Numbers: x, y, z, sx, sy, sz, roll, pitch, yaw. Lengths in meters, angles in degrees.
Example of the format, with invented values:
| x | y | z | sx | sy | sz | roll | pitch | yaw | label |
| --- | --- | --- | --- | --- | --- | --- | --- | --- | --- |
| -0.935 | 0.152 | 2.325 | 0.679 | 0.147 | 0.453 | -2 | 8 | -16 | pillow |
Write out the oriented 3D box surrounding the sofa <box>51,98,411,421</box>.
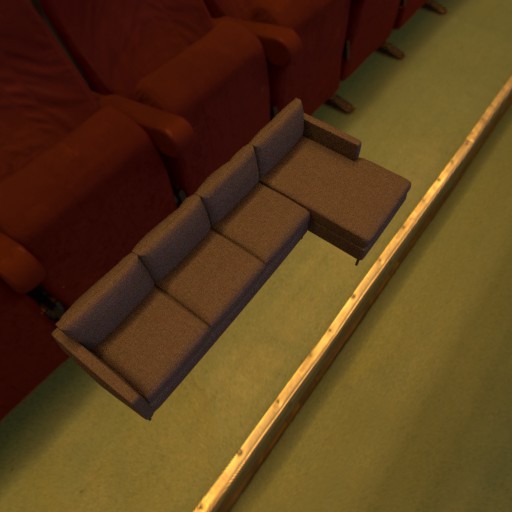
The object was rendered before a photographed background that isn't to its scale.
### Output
| x | y | z | sx | sy | sz | roll | pitch | yaw | label |
| --- | --- | --- | --- | --- | --- | --- | --- | --- | --- |
| 0.000 | 0.000 | 3.915 | 1.483 | 0.892 | 3.221 | 33 | 64 | 18 | sofa |
